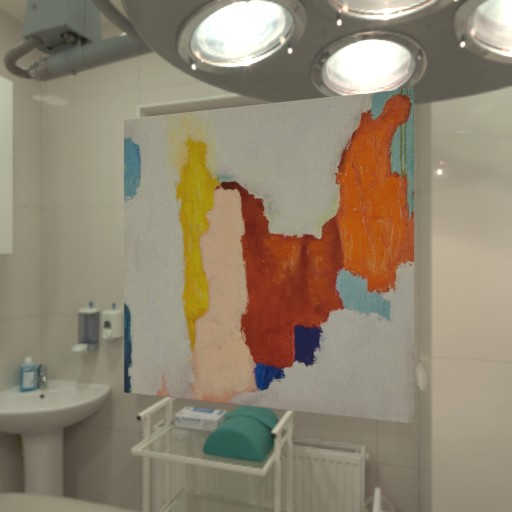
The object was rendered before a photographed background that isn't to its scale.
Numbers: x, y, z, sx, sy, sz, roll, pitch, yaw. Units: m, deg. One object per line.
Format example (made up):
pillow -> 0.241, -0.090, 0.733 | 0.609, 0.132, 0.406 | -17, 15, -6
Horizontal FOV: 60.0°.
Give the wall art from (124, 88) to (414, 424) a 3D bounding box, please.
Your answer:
wall art -> 0.000, 0.000, 1.212 | 0.814, 0.814, 0.037 | 0, 0, 18
